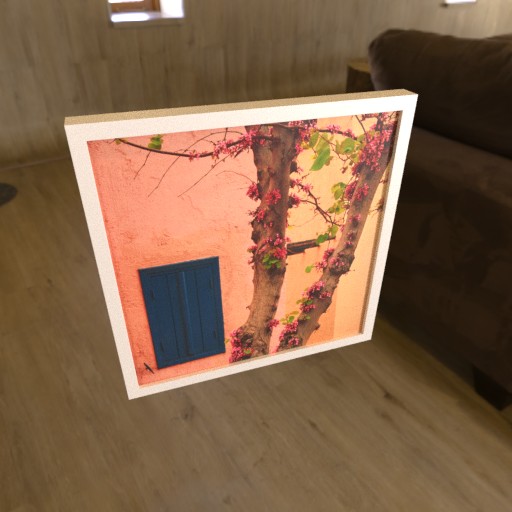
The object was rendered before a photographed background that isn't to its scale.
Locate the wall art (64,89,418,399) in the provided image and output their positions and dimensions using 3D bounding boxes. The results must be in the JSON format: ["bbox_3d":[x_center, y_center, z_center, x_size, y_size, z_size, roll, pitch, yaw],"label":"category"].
[{"bbox_3d":[0.000,0.000,0.763,0.507,0.508,0.038,-10,34,-15],"label":"wall art"}]
